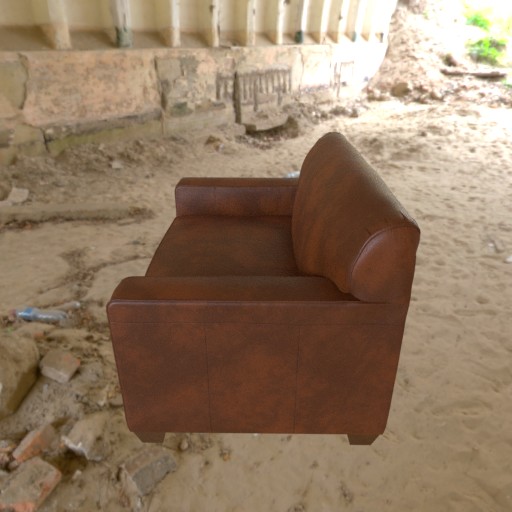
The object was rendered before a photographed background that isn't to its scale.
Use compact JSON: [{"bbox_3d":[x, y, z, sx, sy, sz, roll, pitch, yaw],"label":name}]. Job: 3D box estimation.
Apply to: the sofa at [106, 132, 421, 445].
[{"bbox_3d":[0.000,0.000,2.055,1.000,0.956,1.413,0,26,1],"label":"sofa"}]
